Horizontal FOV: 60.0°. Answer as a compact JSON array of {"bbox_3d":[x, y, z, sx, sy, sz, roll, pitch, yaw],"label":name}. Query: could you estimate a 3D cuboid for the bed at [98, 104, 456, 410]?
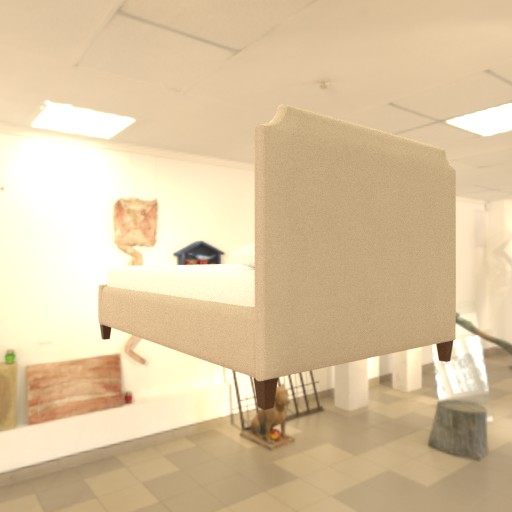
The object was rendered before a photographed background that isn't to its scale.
[{"bbox_3d":[0.000,0.000,3.444,1.713,1.443,2.372,0,0,-37],"label":"bed"}]
